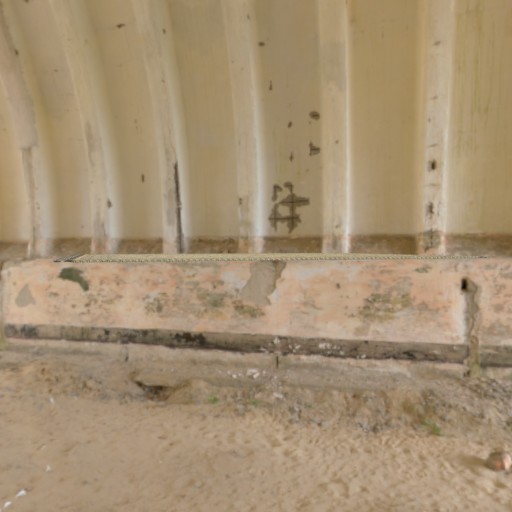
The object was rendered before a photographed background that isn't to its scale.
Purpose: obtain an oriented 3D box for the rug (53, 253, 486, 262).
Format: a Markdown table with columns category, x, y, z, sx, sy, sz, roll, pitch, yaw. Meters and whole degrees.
| category | x | y | z | sx | sy | sz | roll | pitch | yaw |
| --- | --- | --- | --- | --- | --- | --- | --- | --- | --- |
| rug | 0.000 | 0.000 | 2.288 | 1.802 | 0.008 | 1.247 | 0 | 1 | -19 |
